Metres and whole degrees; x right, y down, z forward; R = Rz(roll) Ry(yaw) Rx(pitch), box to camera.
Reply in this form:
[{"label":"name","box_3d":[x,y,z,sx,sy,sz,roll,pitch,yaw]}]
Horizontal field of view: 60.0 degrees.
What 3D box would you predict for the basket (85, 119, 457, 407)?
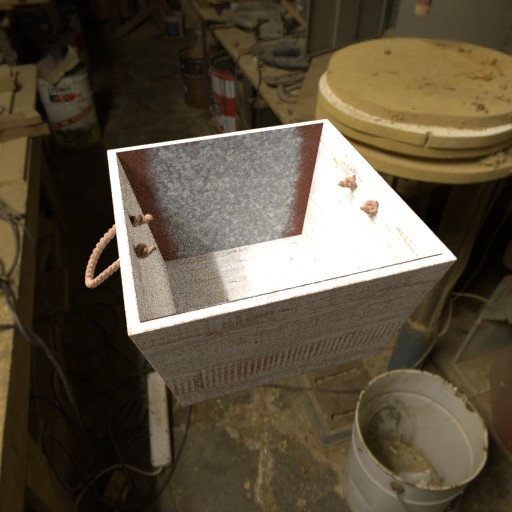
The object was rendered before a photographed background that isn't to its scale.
[{"label":"basket","box_3d":[0.000,0.000,0.750,0.545,0.247,0.413,-12,44,-12]}]
